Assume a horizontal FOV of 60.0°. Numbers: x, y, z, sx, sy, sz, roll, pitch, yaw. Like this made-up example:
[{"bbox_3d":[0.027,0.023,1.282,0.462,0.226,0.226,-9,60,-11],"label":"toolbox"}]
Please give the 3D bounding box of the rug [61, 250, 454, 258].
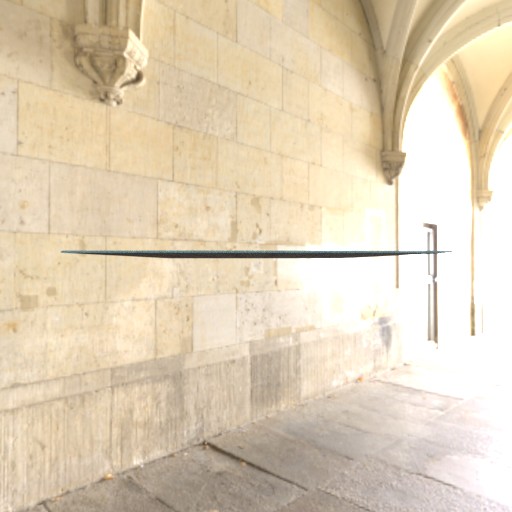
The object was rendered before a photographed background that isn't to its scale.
[{"bbox_3d":[0.000,0.000,2.978,1.622,0.009,2.373,0,-1,0],"label":"rug"}]
